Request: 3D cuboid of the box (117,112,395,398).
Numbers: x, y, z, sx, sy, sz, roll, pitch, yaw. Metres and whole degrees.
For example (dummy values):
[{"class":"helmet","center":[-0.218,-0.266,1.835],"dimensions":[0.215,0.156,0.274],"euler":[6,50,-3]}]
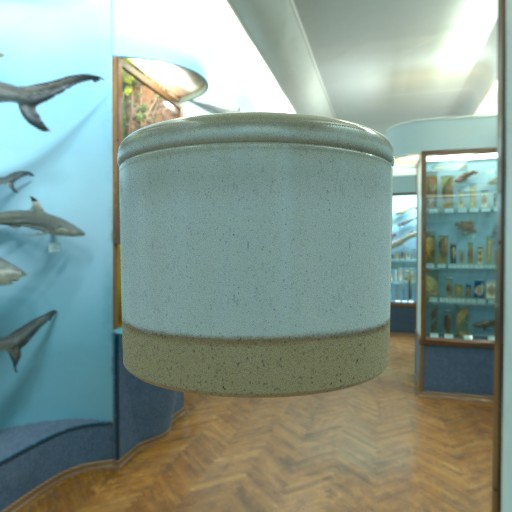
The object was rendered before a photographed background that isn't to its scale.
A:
[{"class":"box","center":[0.000,0.000,0.259],"dimensions":[0.154,0.123,0.154],"euler":[0,1,0]}]
